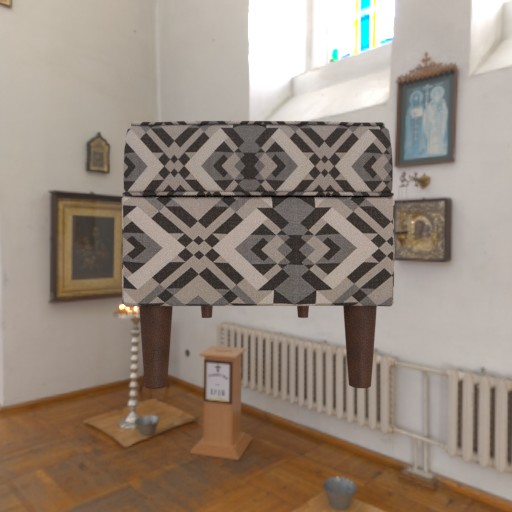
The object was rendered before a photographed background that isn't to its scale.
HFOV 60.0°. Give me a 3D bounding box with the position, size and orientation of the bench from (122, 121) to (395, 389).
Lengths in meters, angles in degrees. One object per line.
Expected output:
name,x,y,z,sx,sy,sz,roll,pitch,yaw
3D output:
bench,0.000,0.000,1.272,0.492,0.477,1.016,0,0,-1
